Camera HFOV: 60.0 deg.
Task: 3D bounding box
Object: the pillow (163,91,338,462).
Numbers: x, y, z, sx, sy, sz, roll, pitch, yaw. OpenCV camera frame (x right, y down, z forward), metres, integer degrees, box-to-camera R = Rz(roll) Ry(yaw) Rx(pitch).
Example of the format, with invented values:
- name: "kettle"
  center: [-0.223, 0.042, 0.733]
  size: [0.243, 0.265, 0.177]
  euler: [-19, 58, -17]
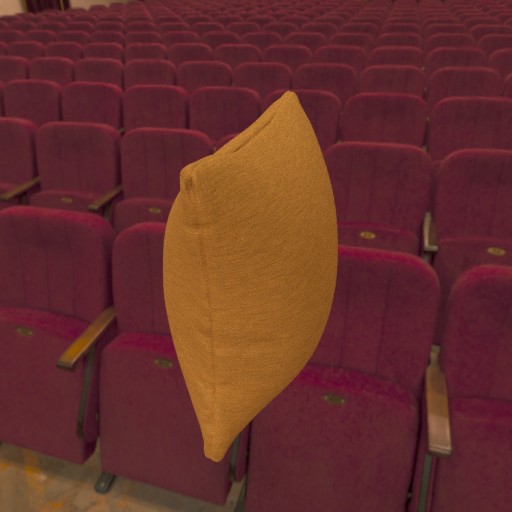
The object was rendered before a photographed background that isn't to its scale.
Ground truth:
- name: "pillow"
  center: [0.000, 0.000, 0.681]
  size: [0.247, 0.417, 0.435]
  euler: [8, 31, 14]
